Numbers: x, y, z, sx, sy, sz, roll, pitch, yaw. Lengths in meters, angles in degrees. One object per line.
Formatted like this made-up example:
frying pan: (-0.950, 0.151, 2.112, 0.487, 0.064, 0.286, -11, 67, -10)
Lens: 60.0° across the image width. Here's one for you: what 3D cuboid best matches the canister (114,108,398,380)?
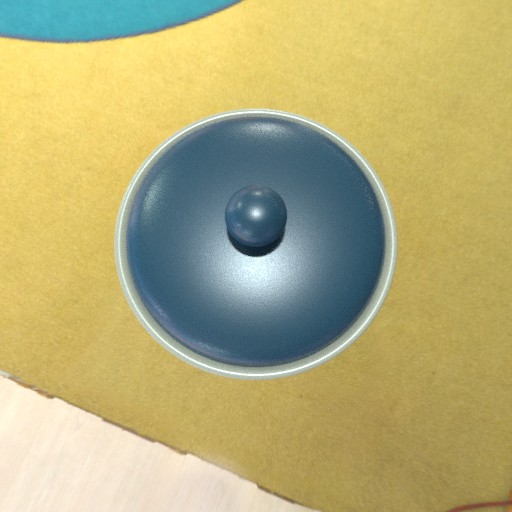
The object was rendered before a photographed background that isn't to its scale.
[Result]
canister: (0.000, 0.000, 0.340, 0.181, 0.211, 0.181, 0, 76, 0)
